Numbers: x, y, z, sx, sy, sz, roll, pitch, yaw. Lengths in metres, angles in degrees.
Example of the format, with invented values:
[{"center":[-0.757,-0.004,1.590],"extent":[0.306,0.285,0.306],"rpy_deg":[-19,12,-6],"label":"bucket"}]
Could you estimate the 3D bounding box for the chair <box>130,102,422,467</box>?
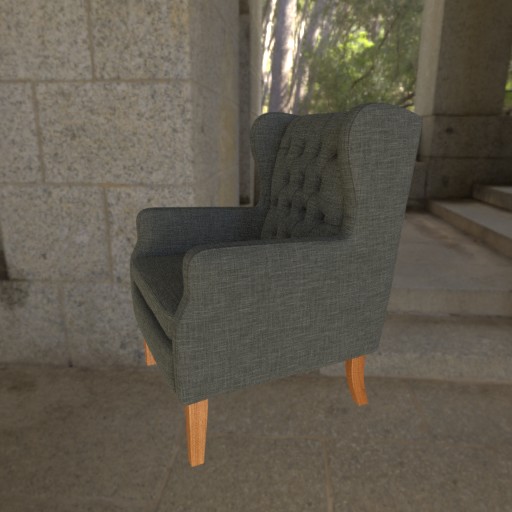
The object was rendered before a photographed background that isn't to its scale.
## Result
[{"center":[0.000,0.000,1.487],"extent":[0.775,0.953,0.711],"rpy_deg":[-7,17,-24],"label":"chair"}]
